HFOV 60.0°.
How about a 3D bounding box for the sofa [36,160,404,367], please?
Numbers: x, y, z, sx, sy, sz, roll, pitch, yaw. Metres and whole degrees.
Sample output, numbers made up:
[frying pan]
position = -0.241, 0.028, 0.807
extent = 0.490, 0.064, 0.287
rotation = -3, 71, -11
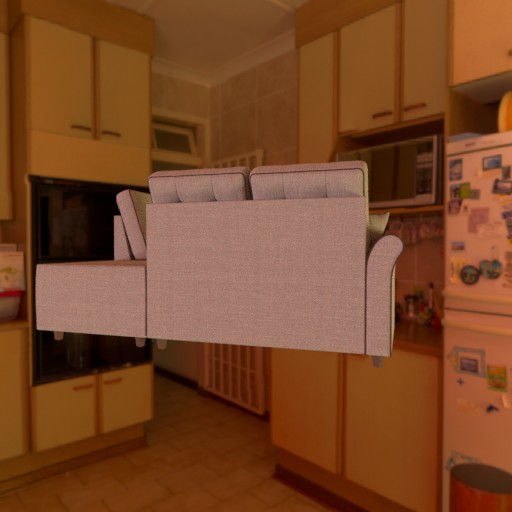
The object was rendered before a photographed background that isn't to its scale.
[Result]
[sofa]
position = 0.000, 0.000, 3.269
extent = 2.068, 0.988, 2.070
rotation = 0, 1, 18
